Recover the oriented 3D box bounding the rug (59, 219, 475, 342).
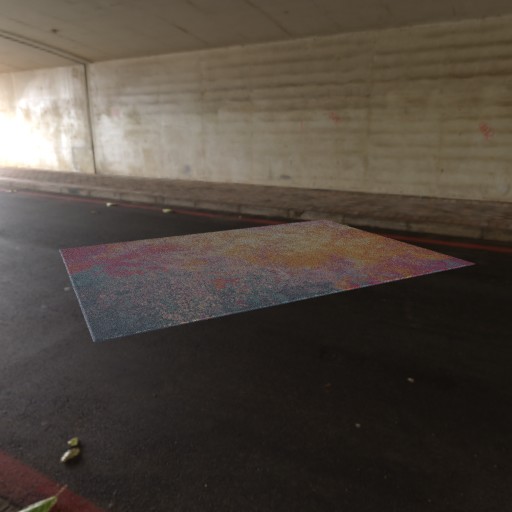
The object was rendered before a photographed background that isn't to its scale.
[{"bbox_3d":[0.000,0.000,3.726,2.896,0.013,2.007,-8,18,-26],"label":"rug"}]
